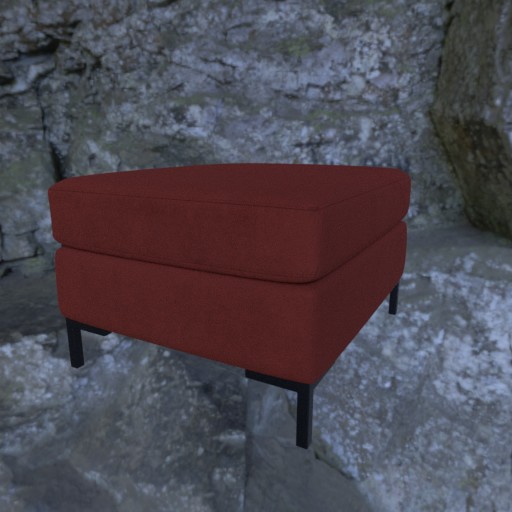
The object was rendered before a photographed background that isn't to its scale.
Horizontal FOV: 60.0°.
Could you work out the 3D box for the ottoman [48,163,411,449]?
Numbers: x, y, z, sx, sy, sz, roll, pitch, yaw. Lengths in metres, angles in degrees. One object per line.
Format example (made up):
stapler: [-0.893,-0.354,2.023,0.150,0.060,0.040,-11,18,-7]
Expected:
ottoman: [0.000,0.000,1.175,0.650,0.462,0.782,8,17,28]
